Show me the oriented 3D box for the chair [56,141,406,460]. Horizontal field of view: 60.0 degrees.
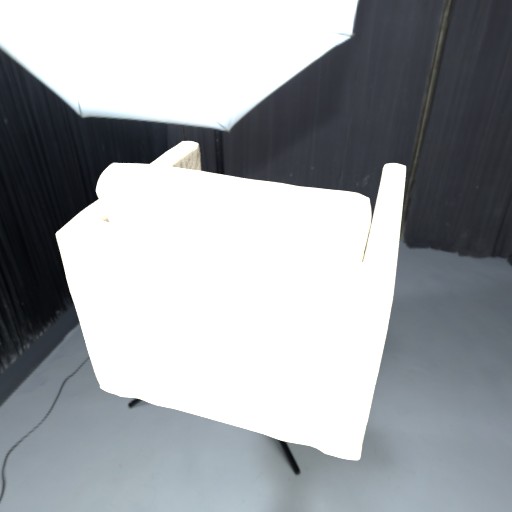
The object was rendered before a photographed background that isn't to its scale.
[{"bbox_3d":[0.000,0.000,1.747,1.057,0.867,0.949,10,34,15],"label":"chair"}]
